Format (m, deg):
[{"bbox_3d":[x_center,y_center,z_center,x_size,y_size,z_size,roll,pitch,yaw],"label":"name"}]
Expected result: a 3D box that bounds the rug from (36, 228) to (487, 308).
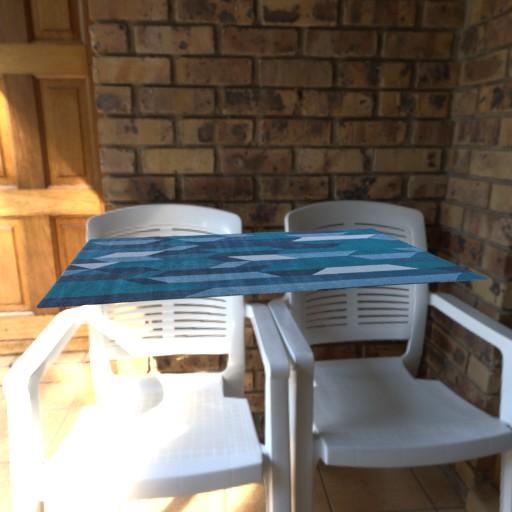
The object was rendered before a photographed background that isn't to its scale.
[{"bbox_3d":[0.000,0.000,3.044,2.420,0.005,1.528,-3,15,-11],"label":"rug"}]
